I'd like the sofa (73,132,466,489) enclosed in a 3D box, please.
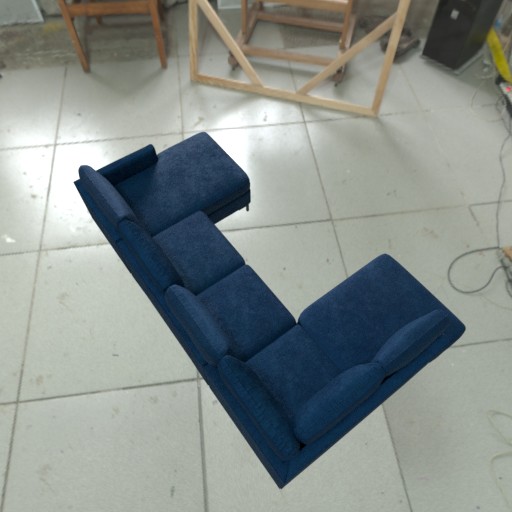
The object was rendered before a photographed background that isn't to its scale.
[{"bbox_3d":[0.000,0.000,4.250,2.055,0.992,3.434,-33,64,-18],"label":"sofa"}]
